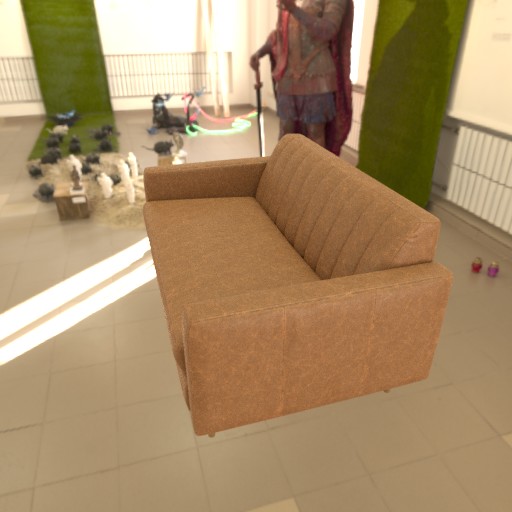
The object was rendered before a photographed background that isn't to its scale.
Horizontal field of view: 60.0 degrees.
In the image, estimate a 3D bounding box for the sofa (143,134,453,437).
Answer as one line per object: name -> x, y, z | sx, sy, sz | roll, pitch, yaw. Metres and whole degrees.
sofa -> 0.000, 0.000, 2.133 | 0.960, 0.820, 1.549 | -9, 30, -15
